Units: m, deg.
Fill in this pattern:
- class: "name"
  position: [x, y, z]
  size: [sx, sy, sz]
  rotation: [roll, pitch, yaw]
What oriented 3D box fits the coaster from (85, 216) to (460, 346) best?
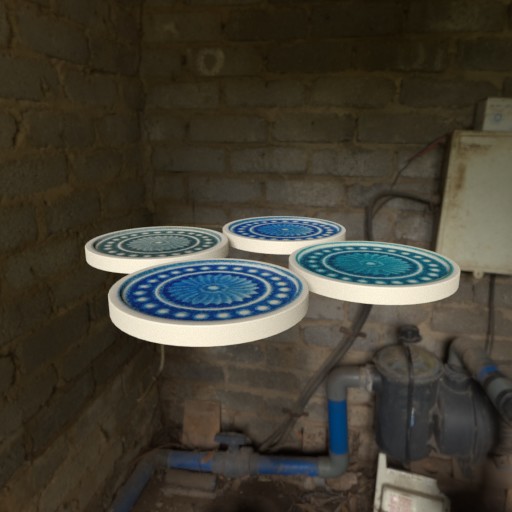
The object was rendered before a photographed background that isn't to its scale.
- class: "coaster"
  position: [0.000, 0.000, 0.320]
  size: [0.220, 0.010, 0.224]
  rotation: [-7, 17, -25]
